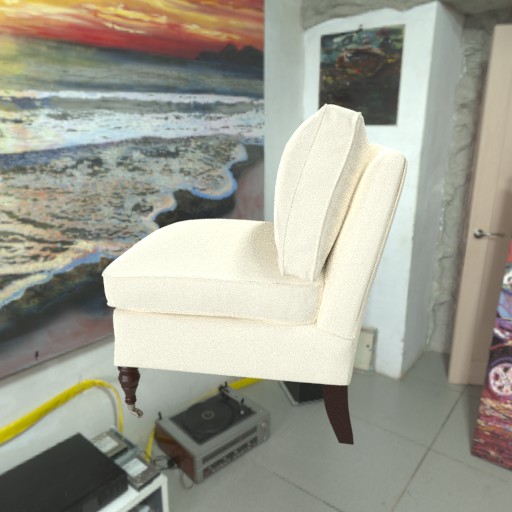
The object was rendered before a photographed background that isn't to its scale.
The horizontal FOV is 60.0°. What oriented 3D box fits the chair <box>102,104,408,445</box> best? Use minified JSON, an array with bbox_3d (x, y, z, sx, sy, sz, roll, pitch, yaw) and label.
[{"bbox_3d":[0.000,0.000,1.407,0.781,0.887,0.630,3,16,9],"label":"chair"}]
